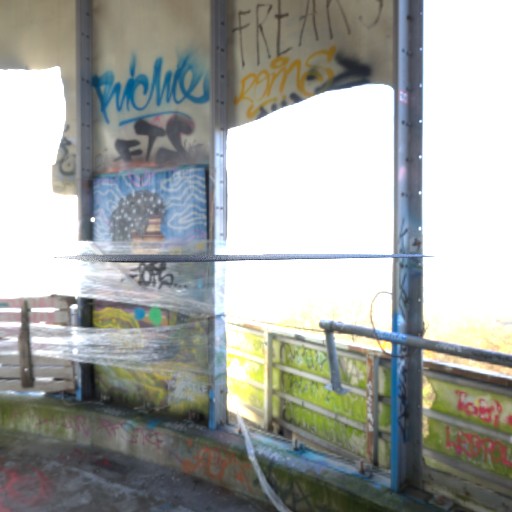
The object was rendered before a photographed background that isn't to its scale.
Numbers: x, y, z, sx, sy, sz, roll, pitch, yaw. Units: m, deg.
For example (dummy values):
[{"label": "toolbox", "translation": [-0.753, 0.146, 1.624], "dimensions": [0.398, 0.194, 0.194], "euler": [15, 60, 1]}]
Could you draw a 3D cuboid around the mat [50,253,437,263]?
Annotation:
[{"label": "mat", "translation": [0.000, 0.000, 1.927], "dimensions": [1.524, 0.013, 0.918], "euler": [-1, 1, -37]}]
